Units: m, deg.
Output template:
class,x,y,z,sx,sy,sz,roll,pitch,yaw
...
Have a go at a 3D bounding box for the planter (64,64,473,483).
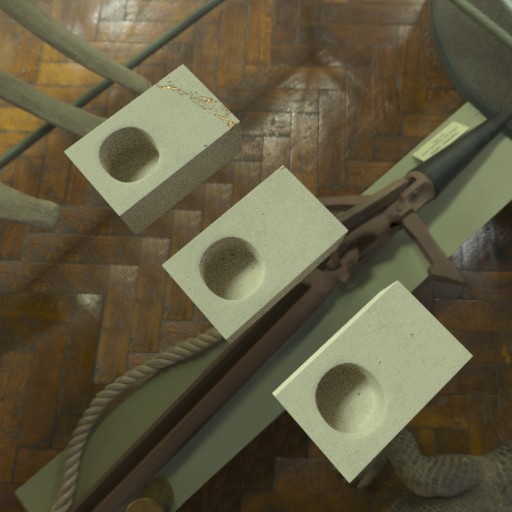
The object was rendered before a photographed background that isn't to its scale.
class,x,y,z,sx,sy,sz,roll,pitch,yaw
planter,0.000,0.000,0.368,0.127,0.051,0.333,-41,79,-10
